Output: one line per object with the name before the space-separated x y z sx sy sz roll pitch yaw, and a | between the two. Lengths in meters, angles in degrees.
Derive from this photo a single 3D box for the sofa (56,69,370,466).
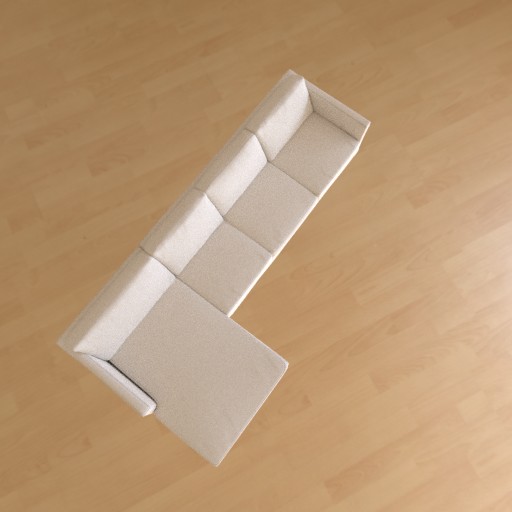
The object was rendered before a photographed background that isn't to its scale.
sofa | 0.000 0.000 3.954 1.625 0.846 3.186 36 78 9
